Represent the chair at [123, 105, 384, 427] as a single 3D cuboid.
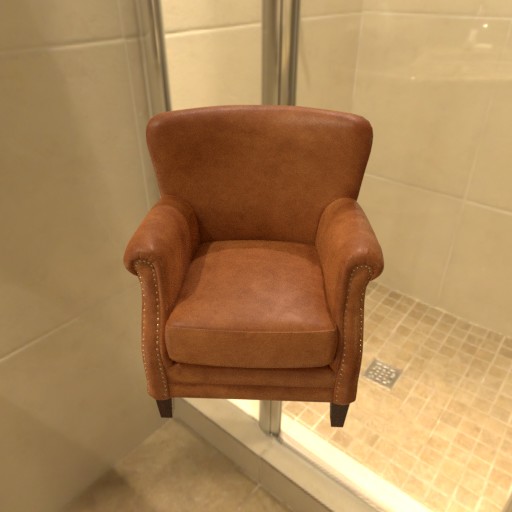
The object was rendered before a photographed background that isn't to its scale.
[{"bbox_3d":[0.000,0.000,1.692,0.861,0.936,0.921,1,32,2],"label":"chair"}]
